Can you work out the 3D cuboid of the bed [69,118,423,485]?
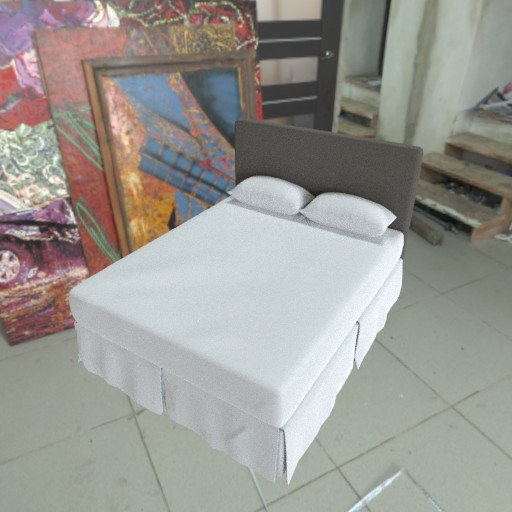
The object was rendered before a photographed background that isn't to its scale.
[{"bbox_3d":[0.000,0.000,3.178,1.723,1.330,2.142,18,35,28],"label":"bed"}]
